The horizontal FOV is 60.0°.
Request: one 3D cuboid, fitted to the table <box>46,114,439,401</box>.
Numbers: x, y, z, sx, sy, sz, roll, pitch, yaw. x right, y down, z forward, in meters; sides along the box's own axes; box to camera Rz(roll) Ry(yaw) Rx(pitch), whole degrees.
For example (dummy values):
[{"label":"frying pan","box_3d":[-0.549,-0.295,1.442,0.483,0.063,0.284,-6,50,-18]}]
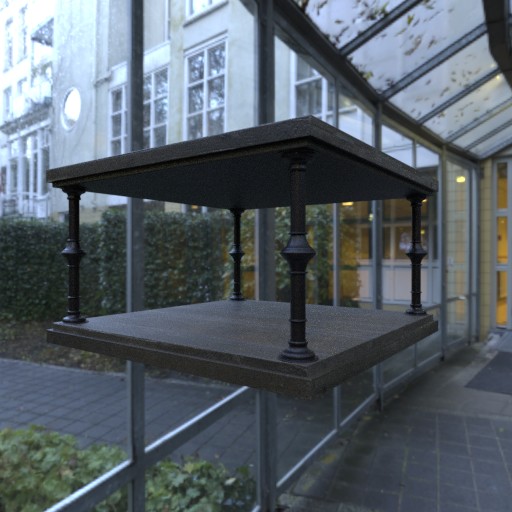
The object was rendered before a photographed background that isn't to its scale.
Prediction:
[{"label":"table","box_3d":[0.000,0.000,1.104,0.696,0.400,0.696,0,0,36]}]
